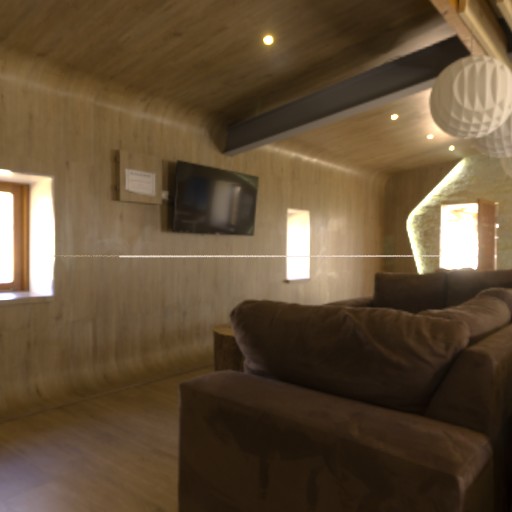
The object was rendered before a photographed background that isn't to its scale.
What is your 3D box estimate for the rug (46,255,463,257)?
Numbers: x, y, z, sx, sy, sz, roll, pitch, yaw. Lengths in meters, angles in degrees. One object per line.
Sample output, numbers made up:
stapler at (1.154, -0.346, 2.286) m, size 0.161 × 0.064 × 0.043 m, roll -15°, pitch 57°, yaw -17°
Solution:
rug at (0.000, 0.000, 2.918) m, size 2.286 × 0.006 × 1.524 m, roll 0°, pitch 0°, yaw -35°
